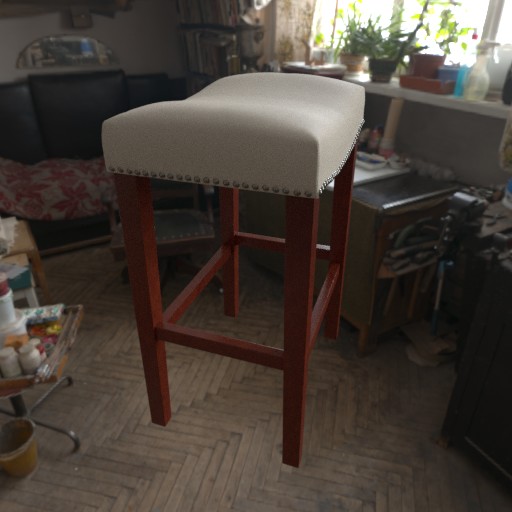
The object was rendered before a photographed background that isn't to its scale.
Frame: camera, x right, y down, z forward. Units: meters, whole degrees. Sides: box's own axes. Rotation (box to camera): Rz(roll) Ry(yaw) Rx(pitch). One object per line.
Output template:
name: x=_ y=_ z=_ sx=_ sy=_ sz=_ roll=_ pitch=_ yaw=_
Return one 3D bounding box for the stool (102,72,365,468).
stool: x=0.000 y=0.000 z=1.029 sx=0.372 sy=0.742 sz=0.504 roll=10 pitch=31 yaw=17
